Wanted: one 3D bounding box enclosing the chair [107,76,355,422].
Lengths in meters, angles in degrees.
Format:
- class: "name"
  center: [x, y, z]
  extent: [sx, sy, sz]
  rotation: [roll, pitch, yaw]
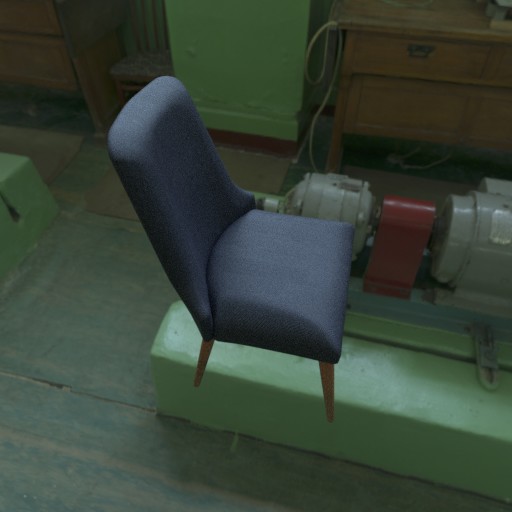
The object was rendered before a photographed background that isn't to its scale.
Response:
- class: "chair"
  center: [0.000, 0.000, 1.193]
  extent: [0.567, 0.820, 0.504]
  rotation: [9, 46, 9]
